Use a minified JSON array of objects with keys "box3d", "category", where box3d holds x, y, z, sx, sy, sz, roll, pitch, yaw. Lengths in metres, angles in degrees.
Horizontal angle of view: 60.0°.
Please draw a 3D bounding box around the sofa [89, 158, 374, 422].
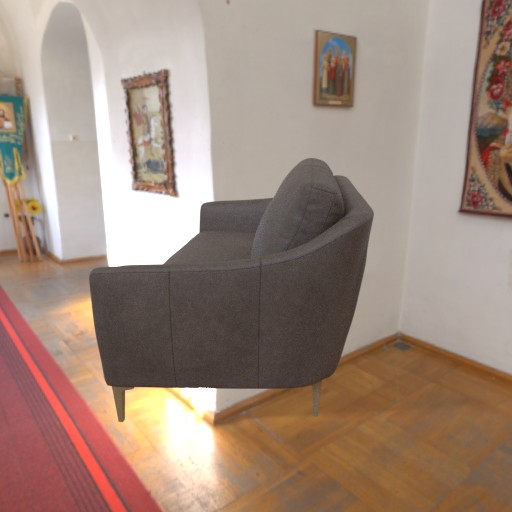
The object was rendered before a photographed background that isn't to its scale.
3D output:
[{"box3d":[0.000,0.000,2.215,0.960,0.902,1.619,2,16,7],"category":"sofa"}]
